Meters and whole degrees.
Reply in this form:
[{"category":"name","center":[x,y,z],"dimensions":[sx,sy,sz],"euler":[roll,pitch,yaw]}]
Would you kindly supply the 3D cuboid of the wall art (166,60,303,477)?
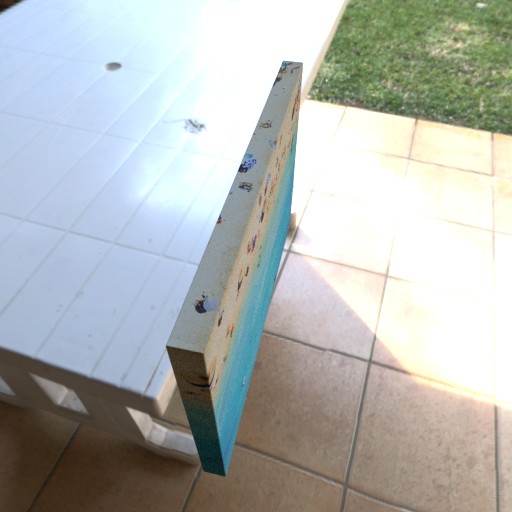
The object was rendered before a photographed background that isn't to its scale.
[{"category":"wall art","center":[0.000,0.000,1.127],"dimensions":[0.057,0.595,0.894],"euler":[10,49,8]}]
